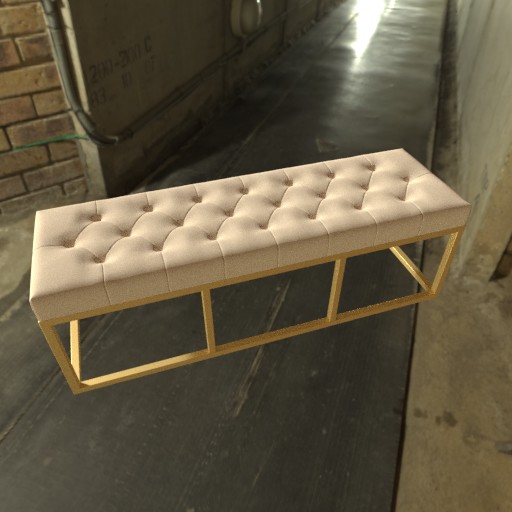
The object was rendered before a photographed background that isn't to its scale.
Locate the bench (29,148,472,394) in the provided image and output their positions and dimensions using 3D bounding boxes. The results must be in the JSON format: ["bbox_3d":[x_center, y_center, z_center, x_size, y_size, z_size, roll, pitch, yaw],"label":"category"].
[{"bbox_3d":[0.000,0.000,1.699,1.473,0.484,0.457,-12,43,-14],"label":"bench"}]
